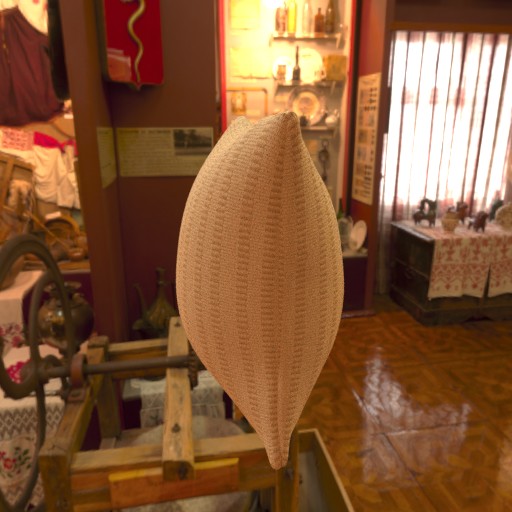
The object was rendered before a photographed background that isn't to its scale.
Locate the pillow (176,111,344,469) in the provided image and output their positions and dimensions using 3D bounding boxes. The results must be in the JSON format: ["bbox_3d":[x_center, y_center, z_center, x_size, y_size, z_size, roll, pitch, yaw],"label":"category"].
[{"bbox_3d":[0.000,0.000,0.685,0.247,0.419,0.438,-2,17,-8],"label":"pillow"}]
